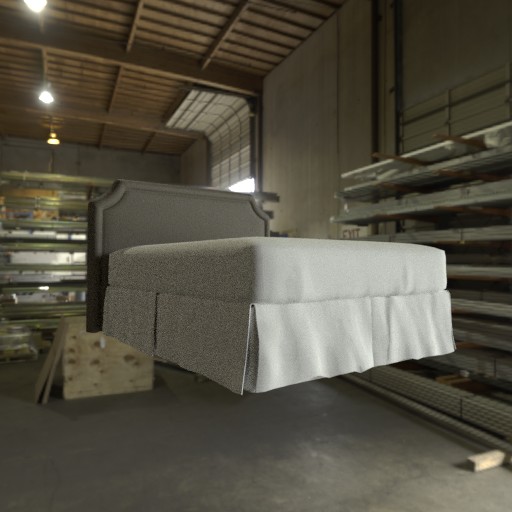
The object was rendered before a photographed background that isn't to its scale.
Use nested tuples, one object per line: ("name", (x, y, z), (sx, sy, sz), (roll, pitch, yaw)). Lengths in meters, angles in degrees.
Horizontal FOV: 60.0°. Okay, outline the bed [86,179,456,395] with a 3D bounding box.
("bed", (0.000, 0.000, 3.253), (1.831, 1.297, 2.181), (1, -1, -36))
